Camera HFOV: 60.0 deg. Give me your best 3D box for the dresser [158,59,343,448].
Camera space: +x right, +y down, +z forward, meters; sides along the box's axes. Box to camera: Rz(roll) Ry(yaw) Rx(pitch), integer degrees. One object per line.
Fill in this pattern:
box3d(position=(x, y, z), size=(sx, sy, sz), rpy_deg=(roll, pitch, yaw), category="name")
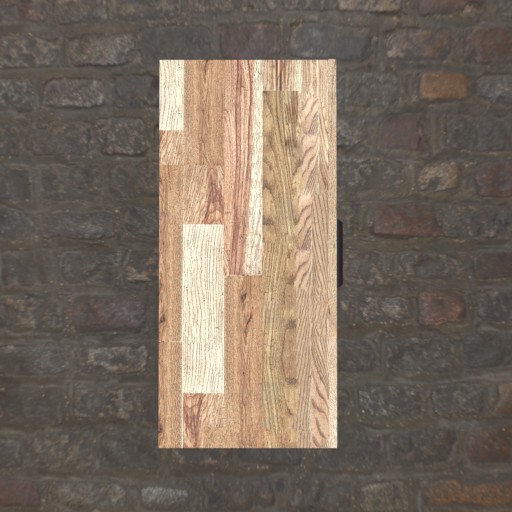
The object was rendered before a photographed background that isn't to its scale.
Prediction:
box3d(position=(0.000, 0.000, 1.720), size=(0.480, 1.243, 0.966), rpy_deg=(0, 89, 0), category="dresser")
